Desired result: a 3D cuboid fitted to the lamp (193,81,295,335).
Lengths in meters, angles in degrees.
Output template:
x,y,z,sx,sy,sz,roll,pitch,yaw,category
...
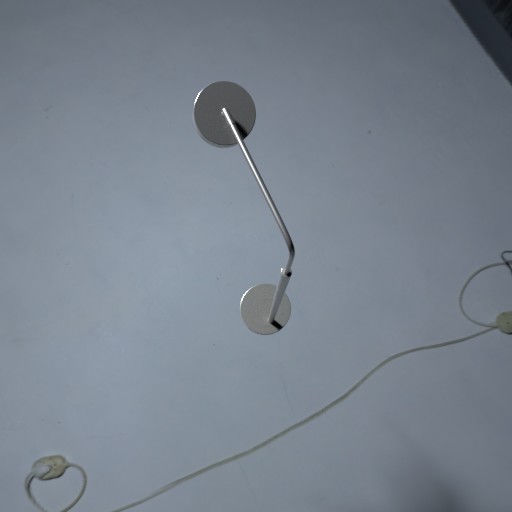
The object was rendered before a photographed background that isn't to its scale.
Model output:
x,y,z,sx,sy,sz,roll,pitch,yaw,category
0.000,0.000,1.386,0.222,1.250,0.421,-24,77,-6,lamp
